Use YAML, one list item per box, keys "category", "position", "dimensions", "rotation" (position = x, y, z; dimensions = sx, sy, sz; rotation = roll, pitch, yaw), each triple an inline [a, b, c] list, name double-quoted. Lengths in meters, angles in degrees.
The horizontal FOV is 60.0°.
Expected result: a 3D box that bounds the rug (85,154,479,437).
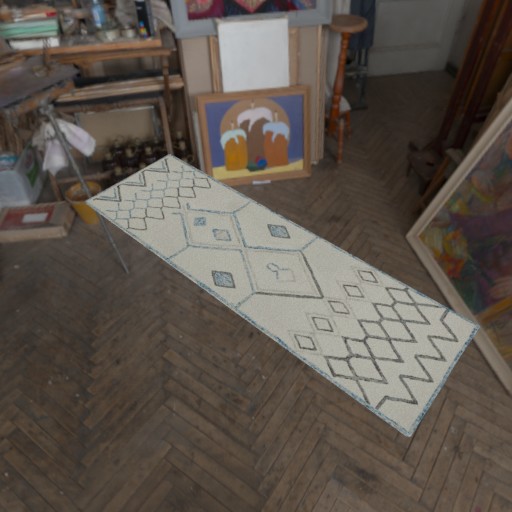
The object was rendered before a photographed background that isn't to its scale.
- category: "rug"
  position: [0.000, 0.000, 2.670]
  dimensions: [2.434, 0.013, 0.770]
  rotation: [32, 54, 27]
